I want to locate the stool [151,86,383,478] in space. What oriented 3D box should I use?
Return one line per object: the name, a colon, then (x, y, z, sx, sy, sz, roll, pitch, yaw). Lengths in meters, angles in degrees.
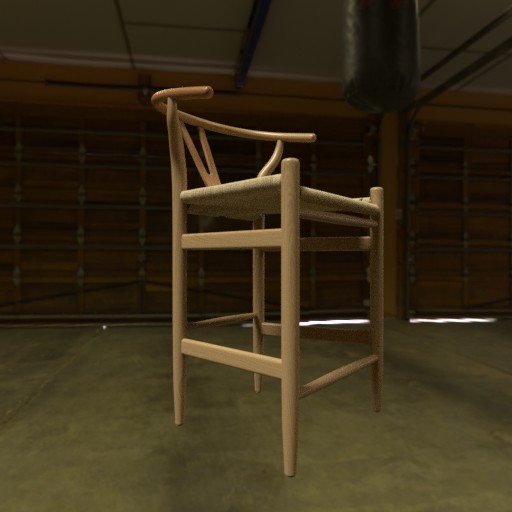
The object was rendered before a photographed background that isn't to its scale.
stool: (0.000, 0.000, 1.284, 0.575, 0.923, 0.536, 0, 0, 37)
